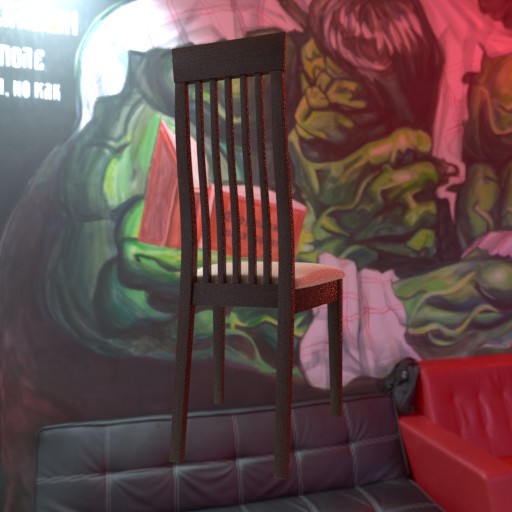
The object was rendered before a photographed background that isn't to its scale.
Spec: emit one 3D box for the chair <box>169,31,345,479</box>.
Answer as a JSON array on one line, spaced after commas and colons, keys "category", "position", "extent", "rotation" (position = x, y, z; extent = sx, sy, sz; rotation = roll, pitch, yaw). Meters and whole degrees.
[{"category": "chair", "position": [0.000, 0.000, 1.277], "extent": [0.460, 1.027, 0.474], "rotation": [0, 0, 17]}]
